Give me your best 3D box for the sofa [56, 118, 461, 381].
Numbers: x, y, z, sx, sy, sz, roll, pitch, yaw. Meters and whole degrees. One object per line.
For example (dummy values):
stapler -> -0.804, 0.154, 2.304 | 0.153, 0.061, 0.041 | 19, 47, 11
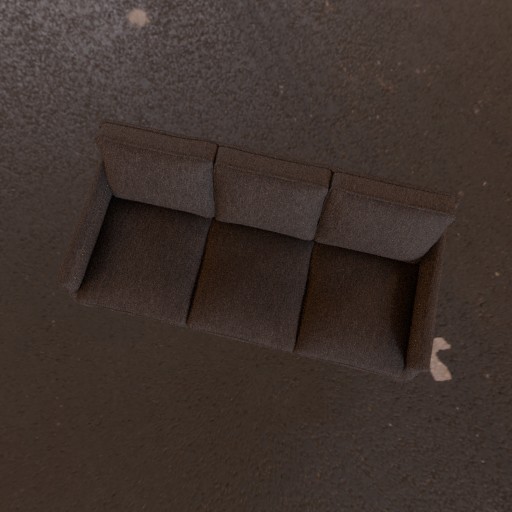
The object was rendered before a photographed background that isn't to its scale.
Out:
sofa -> 0.000, 0.000, 2.800 | 2.246, 1.003, 1.084 | 13, 77, 3
